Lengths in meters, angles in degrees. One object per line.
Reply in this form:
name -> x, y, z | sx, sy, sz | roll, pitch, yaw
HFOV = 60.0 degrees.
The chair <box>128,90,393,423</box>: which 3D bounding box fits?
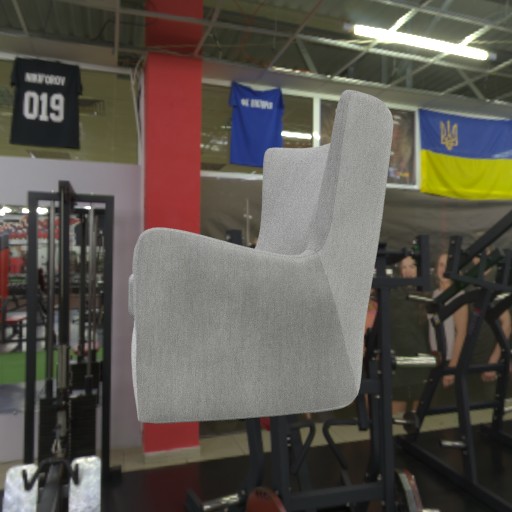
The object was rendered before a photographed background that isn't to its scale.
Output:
chair -> 0.000, 0.000, 1.638 | 0.904, 1.000, 0.779 | 0, 0, -16
